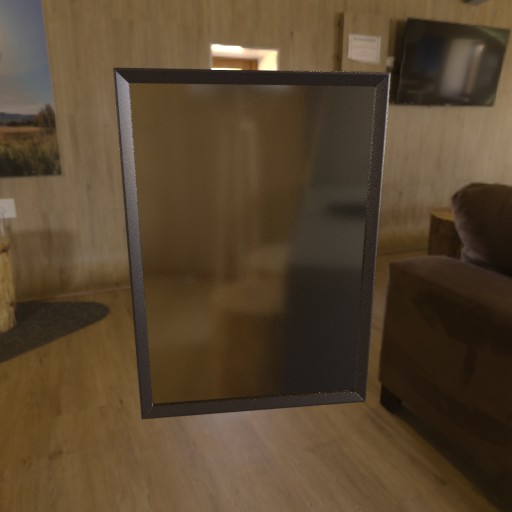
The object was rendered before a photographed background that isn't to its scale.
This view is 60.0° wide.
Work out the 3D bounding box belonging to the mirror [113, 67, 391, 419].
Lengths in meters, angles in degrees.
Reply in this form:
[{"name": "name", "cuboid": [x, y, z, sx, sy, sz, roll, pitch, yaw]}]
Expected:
[{"name": "mirror", "cuboid": [0.000, 0.000, 0.917, 0.507, 0.710, 0.039, -2, 16, -7]}]
